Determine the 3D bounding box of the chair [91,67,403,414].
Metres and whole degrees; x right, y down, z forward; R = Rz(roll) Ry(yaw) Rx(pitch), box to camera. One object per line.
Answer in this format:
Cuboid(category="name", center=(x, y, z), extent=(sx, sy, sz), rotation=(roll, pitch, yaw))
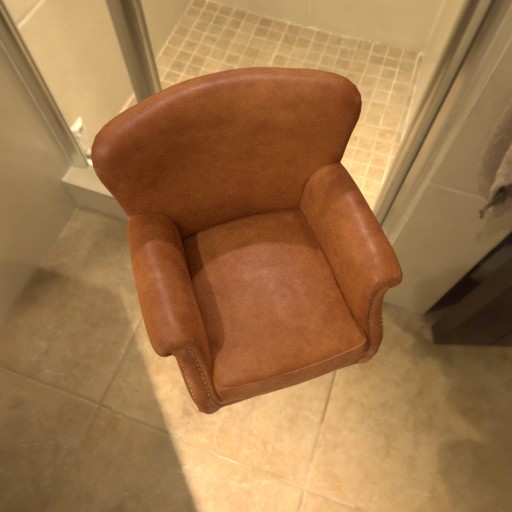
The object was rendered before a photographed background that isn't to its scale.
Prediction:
Cuboid(category="chair", center=(0.000, 0.000, 1.621), extent=(0.861, 0.936, 0.921), rotation=(-16, 64, -8))
